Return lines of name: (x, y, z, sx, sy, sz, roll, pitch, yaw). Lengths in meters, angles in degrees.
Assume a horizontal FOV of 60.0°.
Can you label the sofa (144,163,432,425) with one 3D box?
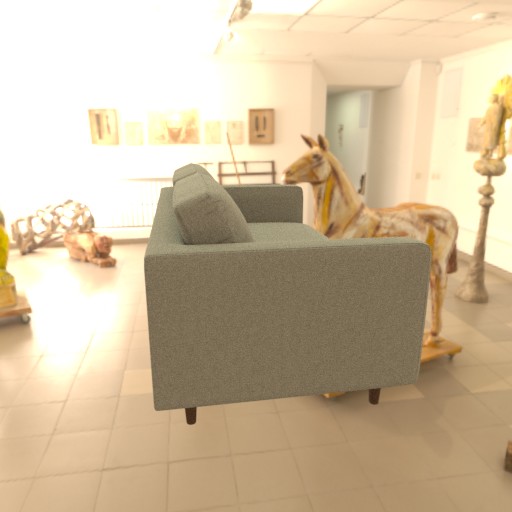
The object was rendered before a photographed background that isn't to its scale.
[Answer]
sofa: (0.000, 0.000, 2.316, 1.000, 0.900, 1.731, -3, 16, -10)
